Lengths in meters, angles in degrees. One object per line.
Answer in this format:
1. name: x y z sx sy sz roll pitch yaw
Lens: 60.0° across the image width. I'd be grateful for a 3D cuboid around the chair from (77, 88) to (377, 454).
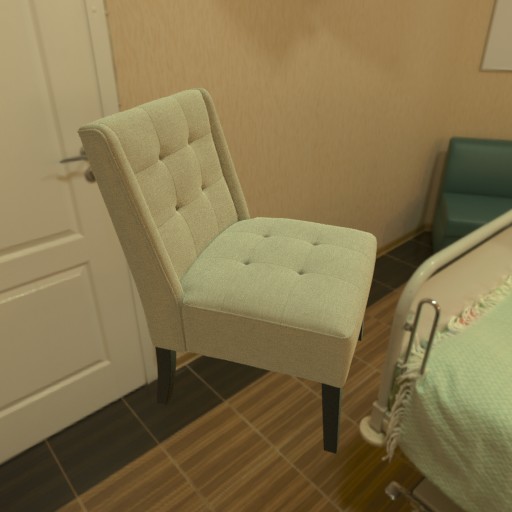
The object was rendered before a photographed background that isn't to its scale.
1. chair: 0.000 0.000 1.323 0.676 0.853 0.569 10 31 17
